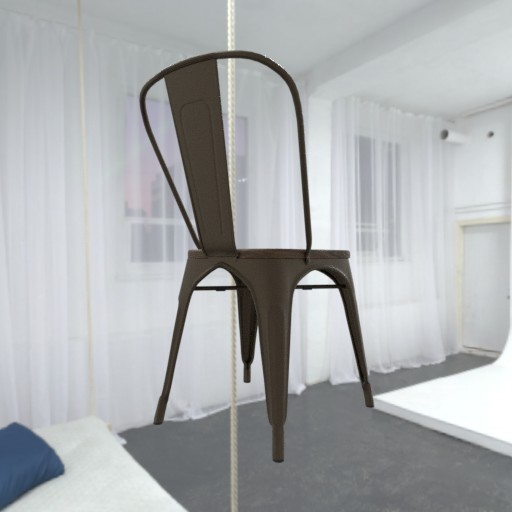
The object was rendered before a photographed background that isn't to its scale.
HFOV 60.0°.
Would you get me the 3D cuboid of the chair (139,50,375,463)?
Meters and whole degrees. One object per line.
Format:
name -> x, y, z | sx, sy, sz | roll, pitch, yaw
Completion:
chair -> 0.000, 0.000, 1.162 | 0.451, 0.844, 0.532 | 0, 0, 35
